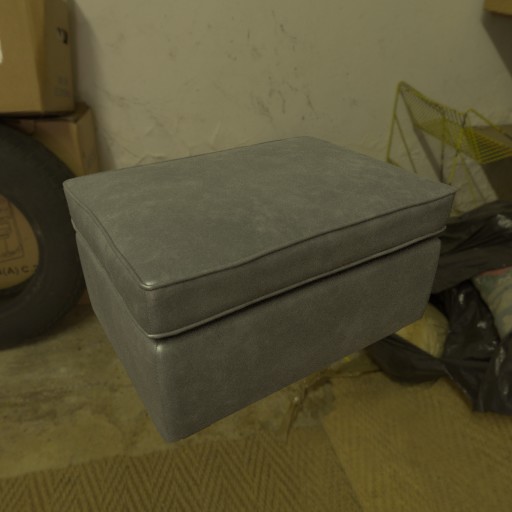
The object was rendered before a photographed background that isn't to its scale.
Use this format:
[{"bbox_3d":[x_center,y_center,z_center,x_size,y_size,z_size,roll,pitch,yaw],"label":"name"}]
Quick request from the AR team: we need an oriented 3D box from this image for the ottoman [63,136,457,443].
[{"bbox_3d":[0.000,0.000,1.109,0.756,0.445,0.554,-18,35,-28],"label":"ottoman"}]
